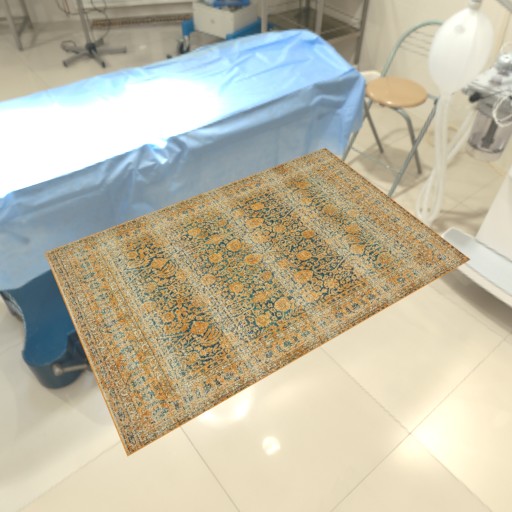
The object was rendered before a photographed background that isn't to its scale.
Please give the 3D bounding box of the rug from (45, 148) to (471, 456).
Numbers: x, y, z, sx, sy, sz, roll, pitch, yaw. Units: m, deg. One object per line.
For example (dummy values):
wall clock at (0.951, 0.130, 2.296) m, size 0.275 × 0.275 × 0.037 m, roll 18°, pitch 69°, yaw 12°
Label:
rug at (0.000, 0.000, 2.901) m, size 2.336 × 0.007 × 1.525 m, roll -24°, pitch 51°, yaw -21°
